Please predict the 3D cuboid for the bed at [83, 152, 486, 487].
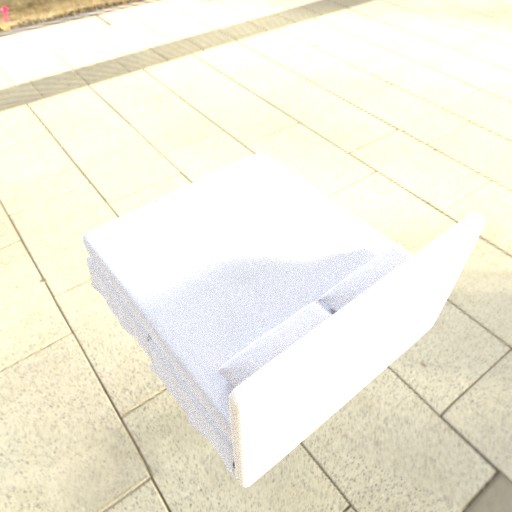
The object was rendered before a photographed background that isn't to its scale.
[{"bbox_3d":[0.000,0.000,3.512,2.119,1.317,2.341,-31,54,-25],"label":"bed"}]
